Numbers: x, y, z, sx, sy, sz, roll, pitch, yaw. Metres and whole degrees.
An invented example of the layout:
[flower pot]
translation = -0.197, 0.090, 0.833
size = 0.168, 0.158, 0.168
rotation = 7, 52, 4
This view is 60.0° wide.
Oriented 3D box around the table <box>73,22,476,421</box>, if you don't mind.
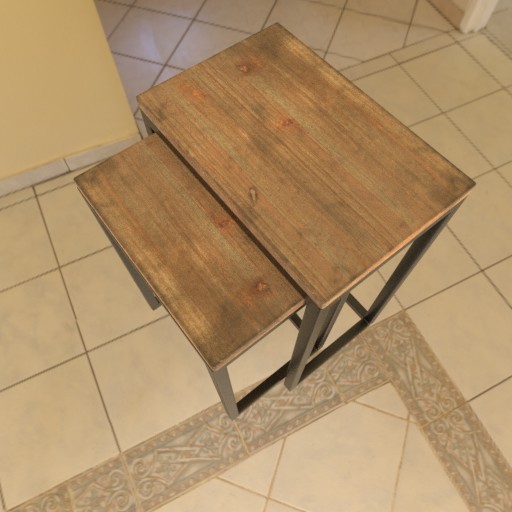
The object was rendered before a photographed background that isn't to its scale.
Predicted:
[table]
translation = 0.000, 0.000, 0.918
size = 0.460, 0.615, 0.456
rotation = -33, 68, -15
